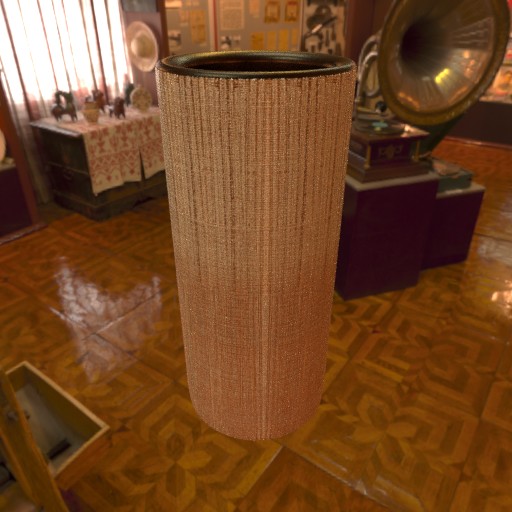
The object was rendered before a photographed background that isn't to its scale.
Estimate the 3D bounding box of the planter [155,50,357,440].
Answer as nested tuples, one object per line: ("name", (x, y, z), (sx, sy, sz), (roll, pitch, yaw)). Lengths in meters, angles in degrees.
("planter", (0.000, 0.000, 0.279), (0.100, 0.227, 0.100), (21, 36, 32))
